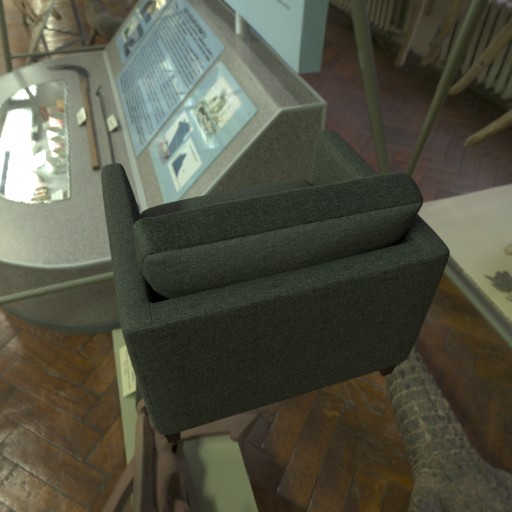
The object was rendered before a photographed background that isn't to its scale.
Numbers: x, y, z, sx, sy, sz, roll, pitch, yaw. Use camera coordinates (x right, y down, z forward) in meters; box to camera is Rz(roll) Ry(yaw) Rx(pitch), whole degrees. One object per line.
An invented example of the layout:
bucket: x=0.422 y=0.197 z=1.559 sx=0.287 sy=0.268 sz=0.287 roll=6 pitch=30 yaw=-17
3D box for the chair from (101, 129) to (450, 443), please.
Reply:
chair: x=0.000 y=0.000 z=1.850 sx=1.107 sy=0.963 sz=0.959 roll=-13 pitch=44 yaw=-13
